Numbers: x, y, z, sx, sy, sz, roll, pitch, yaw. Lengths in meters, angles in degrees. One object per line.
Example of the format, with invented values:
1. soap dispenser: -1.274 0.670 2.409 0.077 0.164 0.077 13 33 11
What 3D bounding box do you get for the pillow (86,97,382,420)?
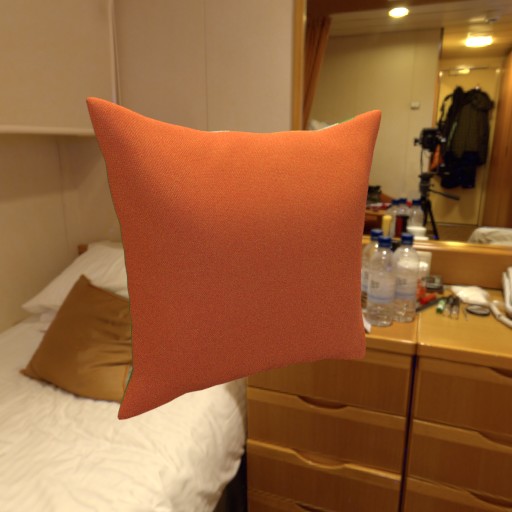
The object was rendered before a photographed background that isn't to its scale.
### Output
1. pillow: 0.000 0.000 0.682 0.453 0.444 0.169 -7 16 -25
